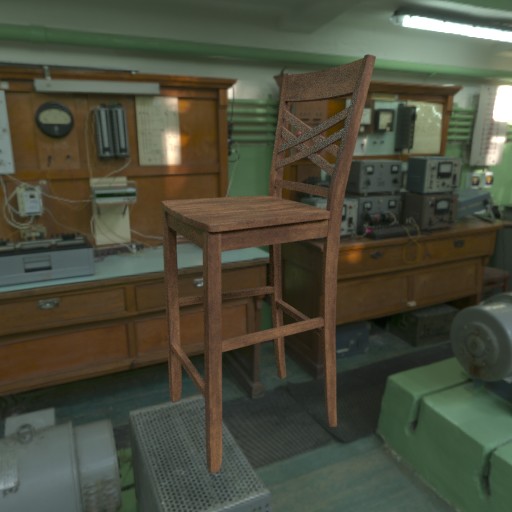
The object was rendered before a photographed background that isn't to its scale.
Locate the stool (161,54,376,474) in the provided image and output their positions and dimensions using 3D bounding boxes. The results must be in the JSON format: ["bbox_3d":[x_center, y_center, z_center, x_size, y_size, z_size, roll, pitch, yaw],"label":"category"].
[{"bbox_3d":[0.000,0.000,1.352,0.487,1.105,0.433,-7,17,-25],"label":"stool"}]
